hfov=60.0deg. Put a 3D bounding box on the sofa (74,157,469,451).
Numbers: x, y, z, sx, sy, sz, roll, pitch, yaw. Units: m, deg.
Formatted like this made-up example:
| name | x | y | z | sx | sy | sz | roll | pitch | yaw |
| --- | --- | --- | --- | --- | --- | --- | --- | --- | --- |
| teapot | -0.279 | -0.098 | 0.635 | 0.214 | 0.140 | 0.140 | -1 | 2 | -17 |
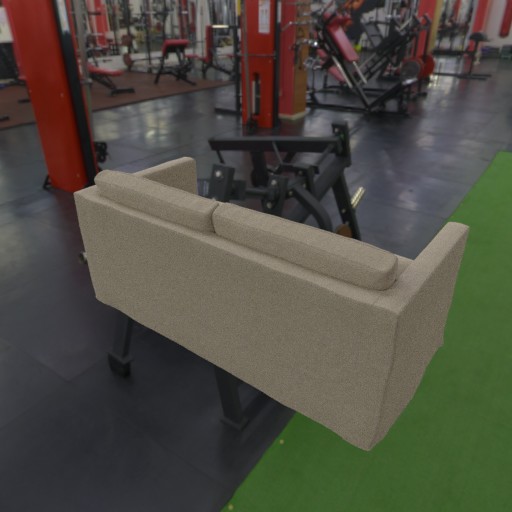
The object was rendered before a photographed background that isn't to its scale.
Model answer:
| name | x | y | z | sx | sy | sz | roll | pitch | yaw |
| --- | --- | --- | --- | --- | --- | --- | --- | --- | --- |
| sofa | 0.000 | 0.000 | 2.498 | 1.987 | 0.847 | 0.956 | 20 | 35 | 32 |
